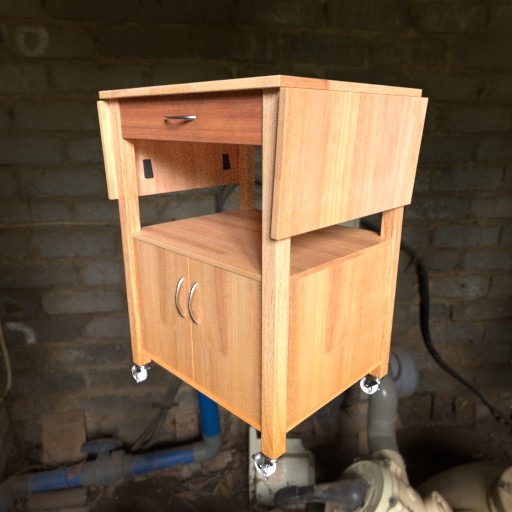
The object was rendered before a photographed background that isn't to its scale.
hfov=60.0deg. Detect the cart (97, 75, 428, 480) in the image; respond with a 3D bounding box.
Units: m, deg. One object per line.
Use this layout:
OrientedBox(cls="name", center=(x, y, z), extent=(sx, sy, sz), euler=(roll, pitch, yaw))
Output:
OrientedBox(cls="cart", center=(0.000, 0.000, 1.196), extent=(0.640, 0.838, 0.508), euler=(16, 23, 42))
